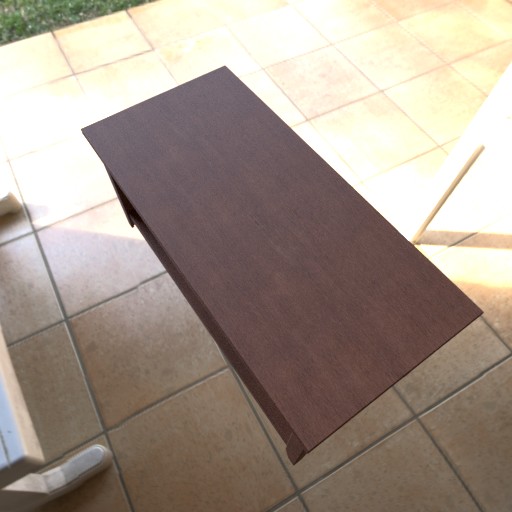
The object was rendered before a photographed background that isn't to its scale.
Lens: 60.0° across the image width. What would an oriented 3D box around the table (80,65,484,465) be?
[{"bbox_3d":[0.000,0.000,1.288,0.483,0.457,1.016,-31,64,-17],"label":"table"}]
